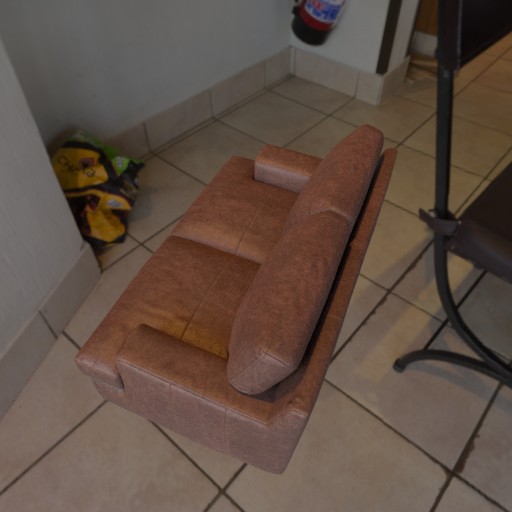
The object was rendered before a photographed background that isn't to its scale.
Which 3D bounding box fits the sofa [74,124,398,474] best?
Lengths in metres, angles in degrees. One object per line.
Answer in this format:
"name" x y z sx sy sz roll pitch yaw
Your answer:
"sofa" 0.000 0.000 2.468 1.143 0.939 1.880 17 49 15
